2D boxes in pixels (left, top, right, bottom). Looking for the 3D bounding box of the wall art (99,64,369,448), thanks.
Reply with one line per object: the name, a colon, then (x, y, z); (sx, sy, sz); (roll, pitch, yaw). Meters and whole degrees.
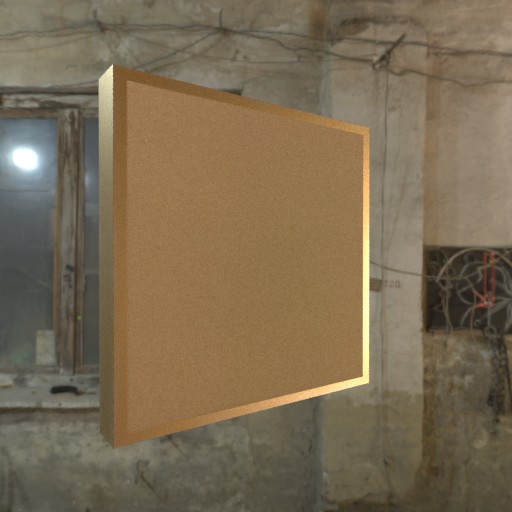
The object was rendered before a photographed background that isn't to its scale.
wall art: (0.000, 0.000, 0.455); (0.306, 0.305, 0.038); (0, 1, -36)
